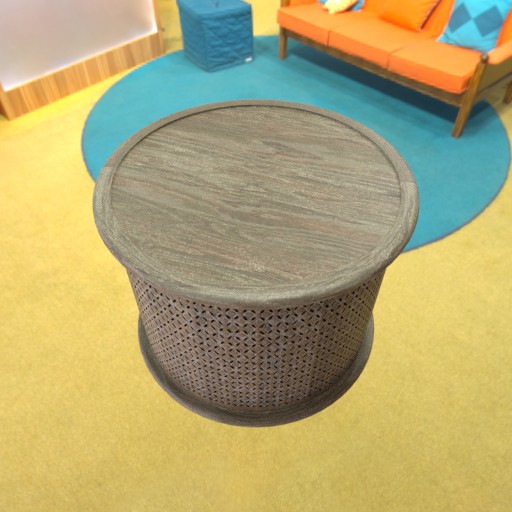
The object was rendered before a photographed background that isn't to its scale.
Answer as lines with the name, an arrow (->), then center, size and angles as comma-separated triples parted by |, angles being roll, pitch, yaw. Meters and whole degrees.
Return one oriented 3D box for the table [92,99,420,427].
table -> 0.000, 0.000, 1.004 | 0.607, 0.450, 0.607 | 0, 47, 0
